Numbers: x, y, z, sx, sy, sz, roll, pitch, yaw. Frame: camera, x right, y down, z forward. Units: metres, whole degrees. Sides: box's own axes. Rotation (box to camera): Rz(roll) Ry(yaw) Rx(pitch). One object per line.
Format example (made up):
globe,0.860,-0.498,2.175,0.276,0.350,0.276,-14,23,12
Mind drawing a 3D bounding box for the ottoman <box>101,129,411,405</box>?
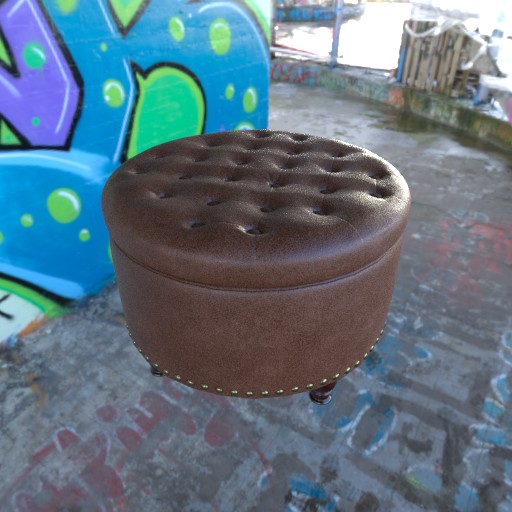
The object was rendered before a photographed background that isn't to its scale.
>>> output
ottoman,0.000,0.000,1.045,0.637,0.442,0.637,0,33,0
